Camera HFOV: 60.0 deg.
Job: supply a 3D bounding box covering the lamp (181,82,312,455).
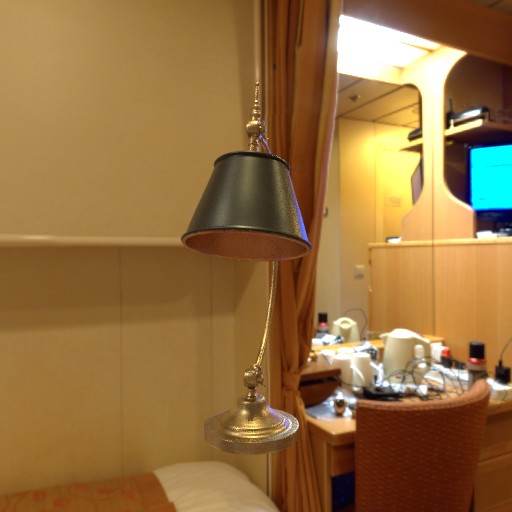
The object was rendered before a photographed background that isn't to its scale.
[{"bbox_3d":[0.000,0.000,0.853,0.235,0.675,0.344,0,0,17],"label":"lamp"}]
